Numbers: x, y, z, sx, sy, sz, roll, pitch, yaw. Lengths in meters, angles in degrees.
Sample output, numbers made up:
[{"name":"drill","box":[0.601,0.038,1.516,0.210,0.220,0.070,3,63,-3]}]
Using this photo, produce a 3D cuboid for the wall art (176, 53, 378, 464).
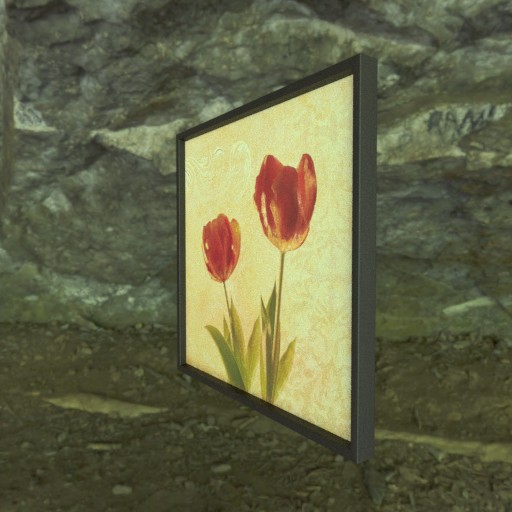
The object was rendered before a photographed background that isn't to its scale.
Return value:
[{"name":"wall art","box":[0.000,0.000,0.528,0.038,0.349,0.349,-1,2,-36]}]
